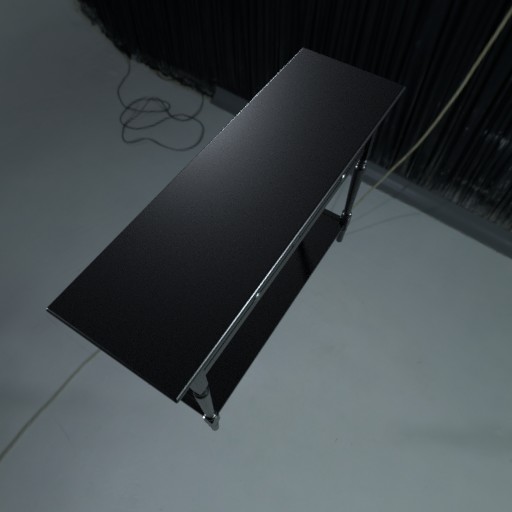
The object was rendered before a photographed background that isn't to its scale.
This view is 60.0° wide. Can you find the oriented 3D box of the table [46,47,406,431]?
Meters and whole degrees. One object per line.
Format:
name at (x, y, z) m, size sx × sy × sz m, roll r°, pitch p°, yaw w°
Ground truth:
table at (0.000, 0.000, 1.570) m, size 0.386 × 0.819 × 1.191 m, roll 29°, pitch 63°, yaw 17°
